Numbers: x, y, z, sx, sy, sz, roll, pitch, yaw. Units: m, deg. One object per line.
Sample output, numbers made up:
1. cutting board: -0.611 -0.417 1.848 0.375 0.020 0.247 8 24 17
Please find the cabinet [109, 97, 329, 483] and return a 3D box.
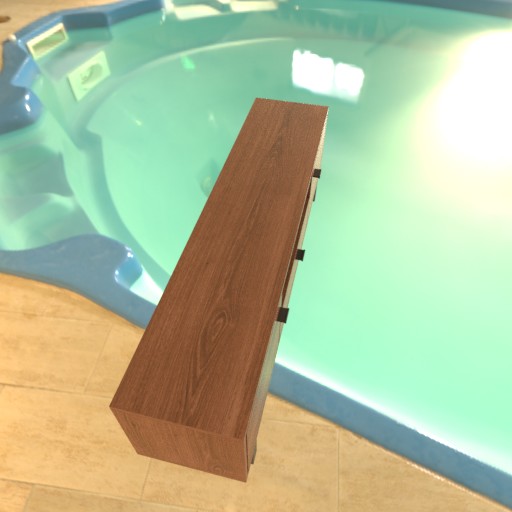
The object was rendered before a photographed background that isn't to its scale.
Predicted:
1. cabinet: 0.000 0.000 1.858 0.400 0.500 1.650 10 49 9
